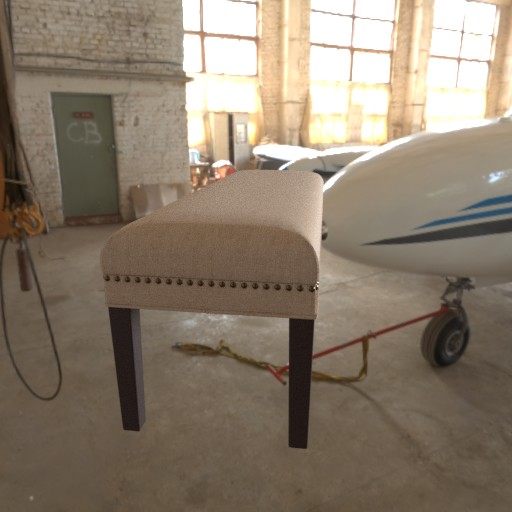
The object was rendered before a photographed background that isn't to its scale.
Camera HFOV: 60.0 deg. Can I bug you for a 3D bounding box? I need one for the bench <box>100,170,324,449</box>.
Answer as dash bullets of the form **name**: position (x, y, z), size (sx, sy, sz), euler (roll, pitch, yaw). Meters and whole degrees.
- **bench**: position (0.000, 0.000, 1.418), size (0.410, 0.457, 1.219), euler (2, 16, 8)
